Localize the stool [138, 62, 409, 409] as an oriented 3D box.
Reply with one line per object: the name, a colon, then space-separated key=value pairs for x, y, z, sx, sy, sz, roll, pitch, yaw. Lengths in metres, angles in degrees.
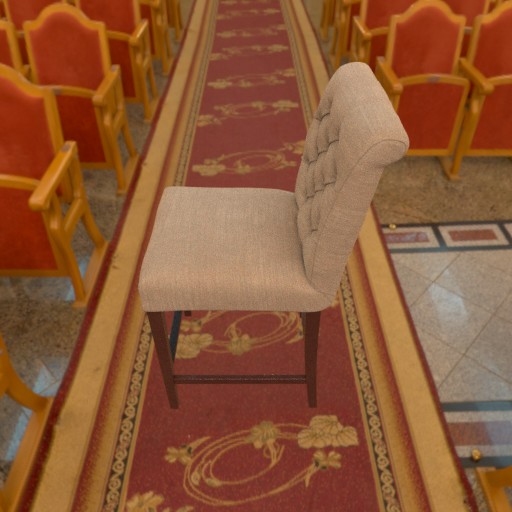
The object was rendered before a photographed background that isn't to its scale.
stool: x=0.000 y=0.000 z=1.435 sx=0.660 sy=1.084 sz=0.486 roll=0 pitch=42 yaw=0
